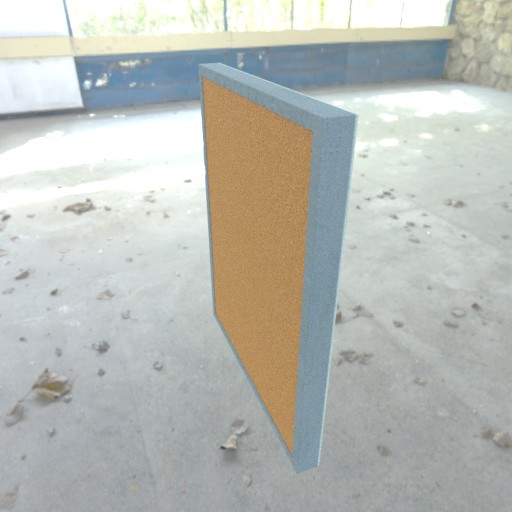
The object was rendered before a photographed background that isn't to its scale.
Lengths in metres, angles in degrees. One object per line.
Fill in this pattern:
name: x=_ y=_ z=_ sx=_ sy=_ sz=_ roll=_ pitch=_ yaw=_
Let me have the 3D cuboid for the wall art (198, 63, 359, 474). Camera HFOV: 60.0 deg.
wall art: x=0.000 y=0.000 z=0.689 sx=0.037 sy=0.509 sz=0.409 roll=-11 pitch=32 yaw=-19
